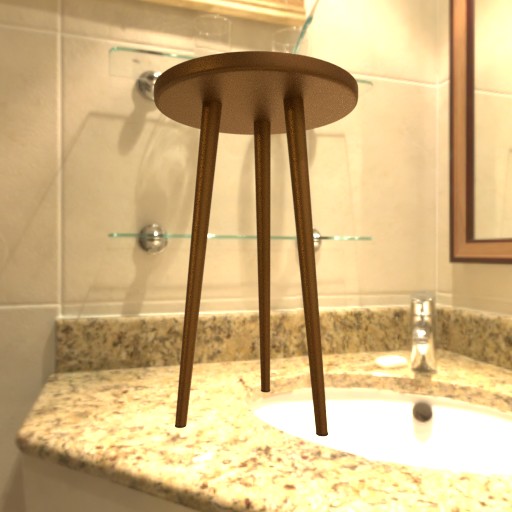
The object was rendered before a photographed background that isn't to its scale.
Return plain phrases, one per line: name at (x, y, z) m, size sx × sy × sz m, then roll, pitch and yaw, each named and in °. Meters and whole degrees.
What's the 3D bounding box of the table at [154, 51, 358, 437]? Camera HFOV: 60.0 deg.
table at (0.000, 0.000, 0.667) m, size 0.299 × 0.480 × 0.299 m, roll 0°, pitch 1°, yaw 35°
